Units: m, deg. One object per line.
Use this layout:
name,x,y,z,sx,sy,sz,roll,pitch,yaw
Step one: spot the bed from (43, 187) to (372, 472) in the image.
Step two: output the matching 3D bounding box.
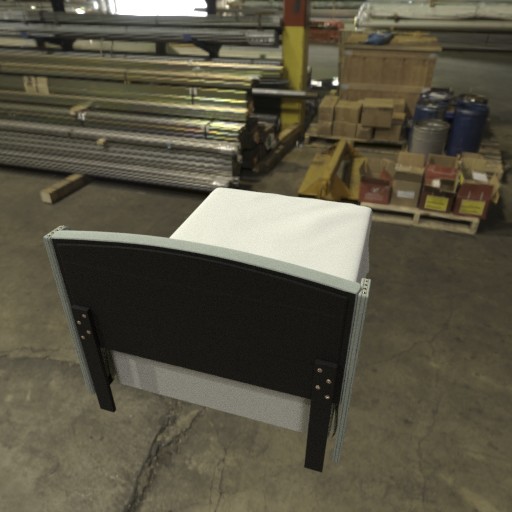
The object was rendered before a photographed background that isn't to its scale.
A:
bed,0.000,0.000,3.354,1.710,1.407,2.237,10,34,15
